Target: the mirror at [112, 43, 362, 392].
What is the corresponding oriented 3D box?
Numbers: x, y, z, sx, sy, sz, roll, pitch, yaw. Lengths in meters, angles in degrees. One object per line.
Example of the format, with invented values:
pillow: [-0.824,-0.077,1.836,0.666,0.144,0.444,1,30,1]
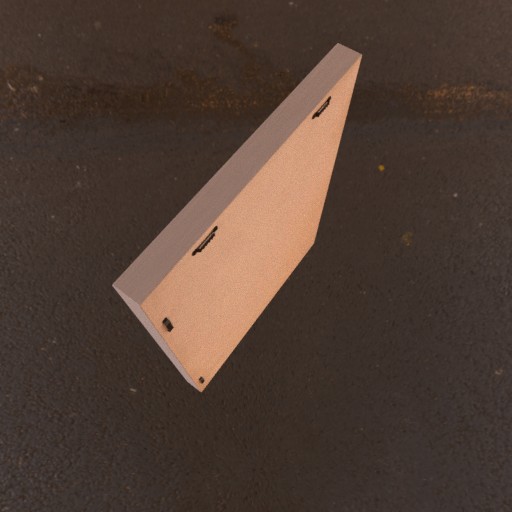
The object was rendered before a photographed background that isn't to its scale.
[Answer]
mirror: [0.000,0.000,0.710,0.041,0.508,0.405,33,69,15]
